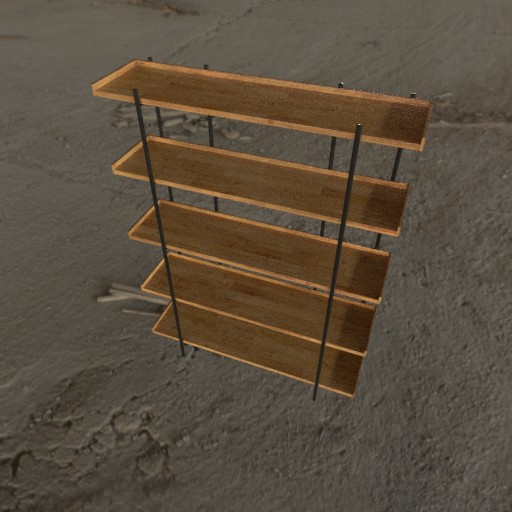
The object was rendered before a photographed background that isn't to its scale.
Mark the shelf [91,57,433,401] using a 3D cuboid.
[{"bbox_3d":[0.000,0.000,2.415,1.371,1.826,0.379,14,44,15],"label":"shelf"}]
